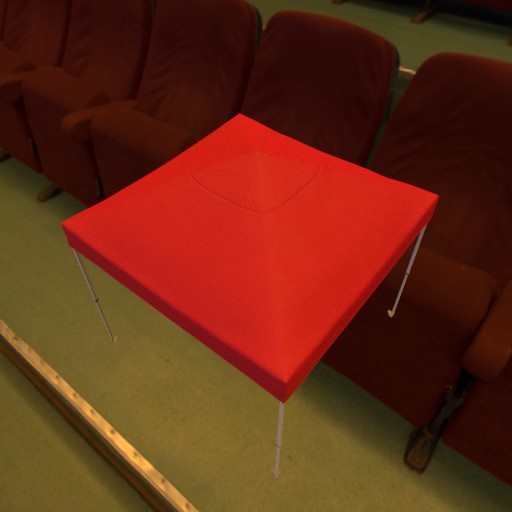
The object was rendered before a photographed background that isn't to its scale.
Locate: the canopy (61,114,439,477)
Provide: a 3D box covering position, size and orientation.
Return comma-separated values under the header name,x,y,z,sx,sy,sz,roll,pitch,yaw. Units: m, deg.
name,x,y,z,sx,sy,sz,roll,pitch,yaw
canopy,0.000,0.000,5.424,2.996,2.997,2.998,30,53,25
